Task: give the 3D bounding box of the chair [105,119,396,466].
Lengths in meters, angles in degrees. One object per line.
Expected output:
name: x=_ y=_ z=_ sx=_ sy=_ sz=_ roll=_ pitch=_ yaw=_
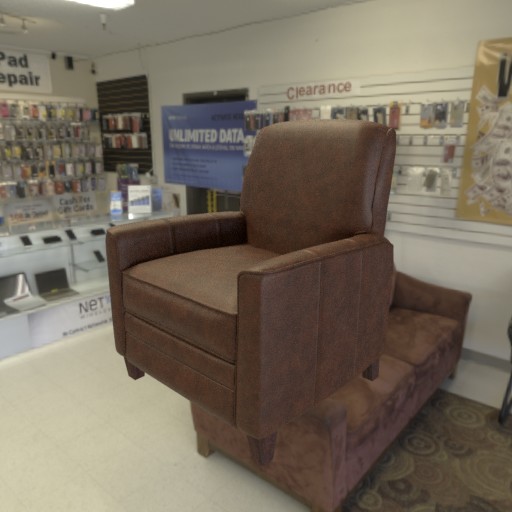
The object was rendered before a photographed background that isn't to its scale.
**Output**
chair: x=0.000 y=0.000 z=1.679 sx=0.839 sy=1.010 sz=0.850 roll=14 pitch=20 yaw=42
